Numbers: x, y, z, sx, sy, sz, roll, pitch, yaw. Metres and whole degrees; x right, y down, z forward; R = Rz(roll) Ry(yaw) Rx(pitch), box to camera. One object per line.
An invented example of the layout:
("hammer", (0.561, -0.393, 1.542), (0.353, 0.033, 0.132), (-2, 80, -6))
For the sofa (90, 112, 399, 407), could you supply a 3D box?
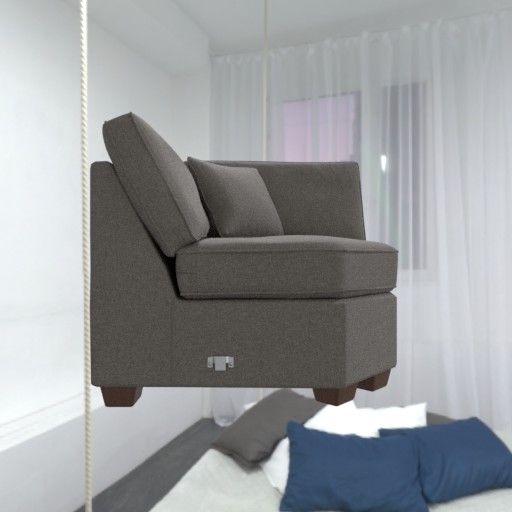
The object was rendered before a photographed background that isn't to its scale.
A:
("sofa", (0.000, 0.000, 1.834), (1.042, 0.951, 1.050), (0, 0, 0))
